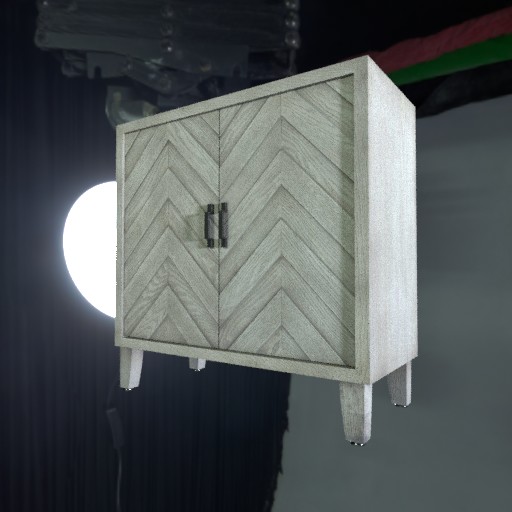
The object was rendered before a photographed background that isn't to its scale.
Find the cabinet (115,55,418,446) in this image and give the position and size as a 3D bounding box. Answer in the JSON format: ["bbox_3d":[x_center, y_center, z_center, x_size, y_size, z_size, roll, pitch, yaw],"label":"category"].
[{"bbox_3d":[0.000,0.000,1.242,0.781,0.787,0.370,-1,-2,35],"label":"cabinet"}]
